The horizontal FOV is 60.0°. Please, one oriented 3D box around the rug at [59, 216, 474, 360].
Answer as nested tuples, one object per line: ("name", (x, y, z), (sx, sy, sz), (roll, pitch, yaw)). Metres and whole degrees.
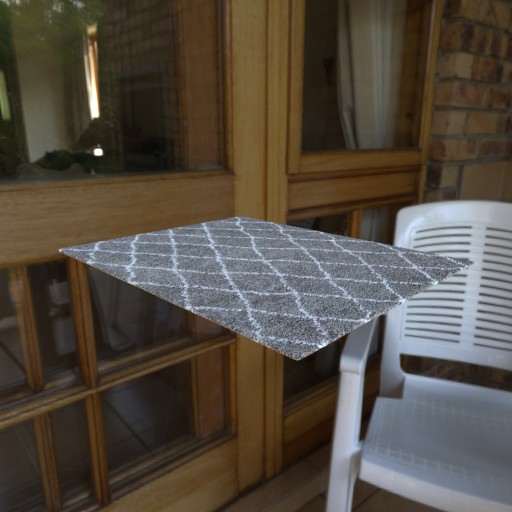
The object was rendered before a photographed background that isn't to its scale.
("rug", (0.000, 0.000, 4.125), (2.438, 0.029, 3.047), (-15, 22, -43))
